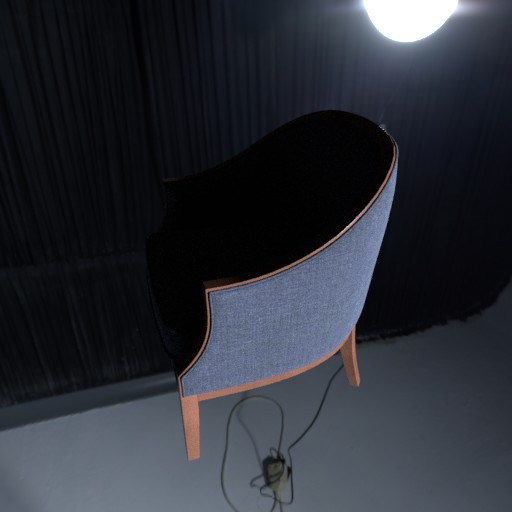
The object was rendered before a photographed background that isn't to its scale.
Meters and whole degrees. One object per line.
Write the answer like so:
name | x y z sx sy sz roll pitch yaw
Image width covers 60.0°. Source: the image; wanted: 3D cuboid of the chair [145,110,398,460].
chair | 0.000 0.000 1.506 0.735 0.876 0.803 -9 31 -15
